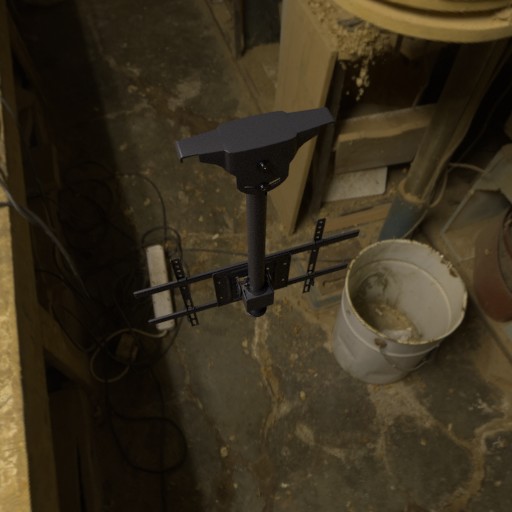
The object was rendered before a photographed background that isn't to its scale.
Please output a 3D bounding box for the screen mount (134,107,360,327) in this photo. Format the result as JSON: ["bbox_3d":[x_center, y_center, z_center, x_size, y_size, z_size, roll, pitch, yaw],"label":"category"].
[{"bbox_3d":[0.000,0.000,1.030,0.595,0.775,0.090,-16,60,-9],"label":"screen mount"}]
